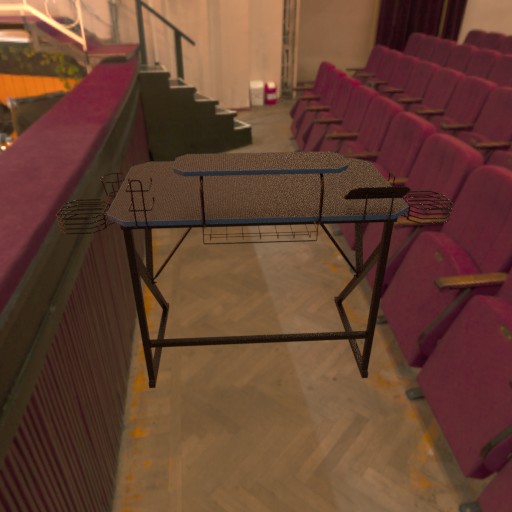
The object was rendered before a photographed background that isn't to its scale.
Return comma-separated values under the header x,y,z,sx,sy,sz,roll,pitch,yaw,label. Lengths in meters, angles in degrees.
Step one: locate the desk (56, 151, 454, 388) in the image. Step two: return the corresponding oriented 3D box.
x,y,z,sx,sy,sz,roll,pitch,yaw,label
0.000,0.000,1.752,1.295,0.909,0.594,-2,31,-3,desk
